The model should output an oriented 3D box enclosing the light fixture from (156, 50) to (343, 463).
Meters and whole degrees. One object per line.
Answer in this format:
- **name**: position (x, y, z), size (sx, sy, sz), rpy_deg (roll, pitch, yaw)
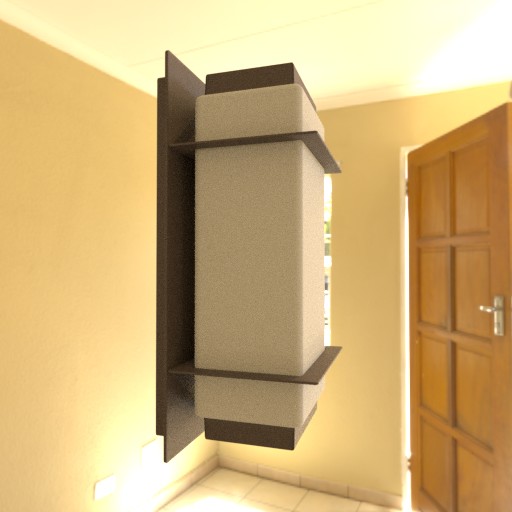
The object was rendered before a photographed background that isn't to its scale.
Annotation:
- **light fixture**: position (0.000, 0.000, 0.426), size (0.146, 0.347, 0.153), rpy_deg (0, -1, 18)
